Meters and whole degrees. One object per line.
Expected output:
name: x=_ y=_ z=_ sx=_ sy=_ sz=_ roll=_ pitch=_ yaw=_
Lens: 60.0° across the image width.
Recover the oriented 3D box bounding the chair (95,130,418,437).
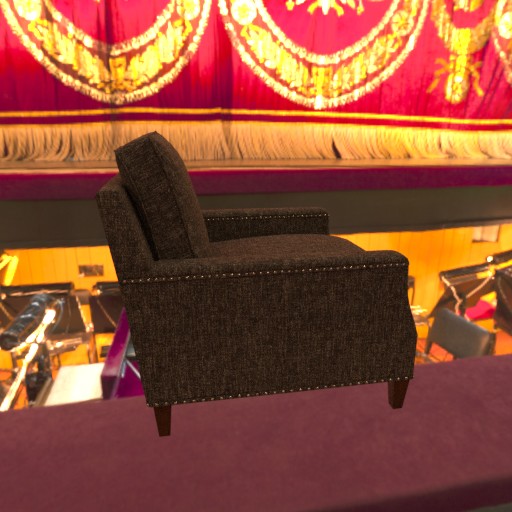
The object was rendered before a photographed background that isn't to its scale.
chair: x=0.000 y=0.000 z=1.740 sx=1.014 sy=0.943 sz=0.853 roll=-3 pitch=17 yaw=-10
